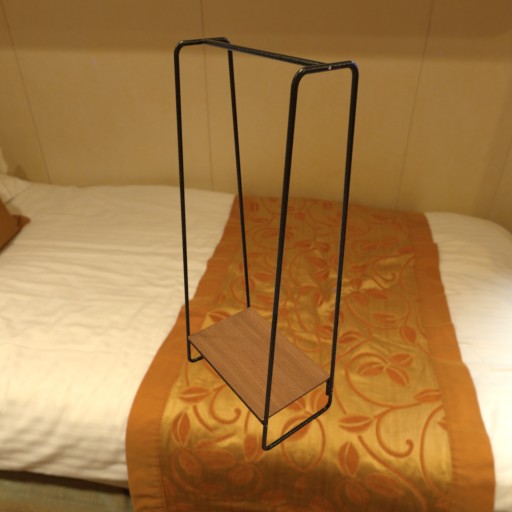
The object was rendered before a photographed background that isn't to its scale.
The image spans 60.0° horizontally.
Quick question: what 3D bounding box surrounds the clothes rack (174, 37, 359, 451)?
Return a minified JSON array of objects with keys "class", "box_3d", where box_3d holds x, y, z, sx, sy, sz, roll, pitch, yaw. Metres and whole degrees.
[{"class":"clothes rack","box_3d":[0.000,0.000,1.757,0.400,1.500,0.640,-22,39,-30]}]
